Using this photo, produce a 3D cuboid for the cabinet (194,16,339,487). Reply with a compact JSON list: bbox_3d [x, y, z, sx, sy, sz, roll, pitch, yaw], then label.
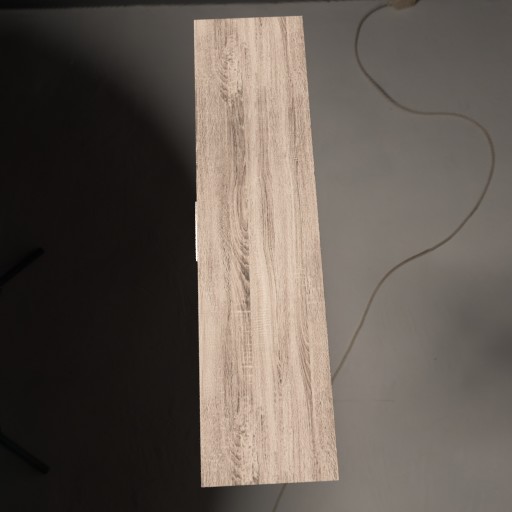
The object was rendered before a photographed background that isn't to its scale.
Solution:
[{"bbox_3d":[0.000,0.000,1.778,0.380,0.900,1.450,-2,77,-1],"label":"cabinet"}]
